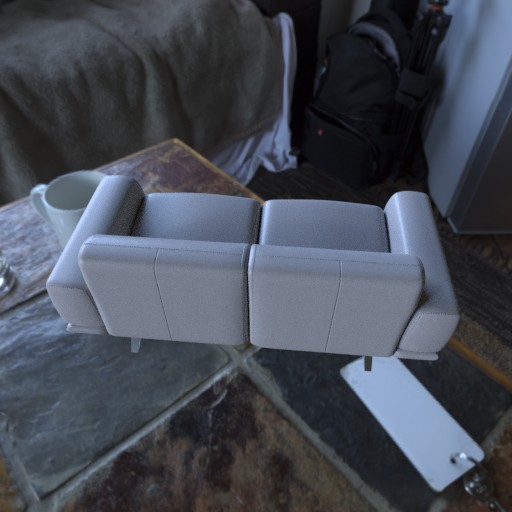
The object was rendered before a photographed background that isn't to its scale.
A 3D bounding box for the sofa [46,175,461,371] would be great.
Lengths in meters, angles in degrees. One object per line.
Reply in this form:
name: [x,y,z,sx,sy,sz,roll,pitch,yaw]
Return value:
sofa: [0.000,0.000,2.391,1.901,0.772,0.900,4,47,4]
